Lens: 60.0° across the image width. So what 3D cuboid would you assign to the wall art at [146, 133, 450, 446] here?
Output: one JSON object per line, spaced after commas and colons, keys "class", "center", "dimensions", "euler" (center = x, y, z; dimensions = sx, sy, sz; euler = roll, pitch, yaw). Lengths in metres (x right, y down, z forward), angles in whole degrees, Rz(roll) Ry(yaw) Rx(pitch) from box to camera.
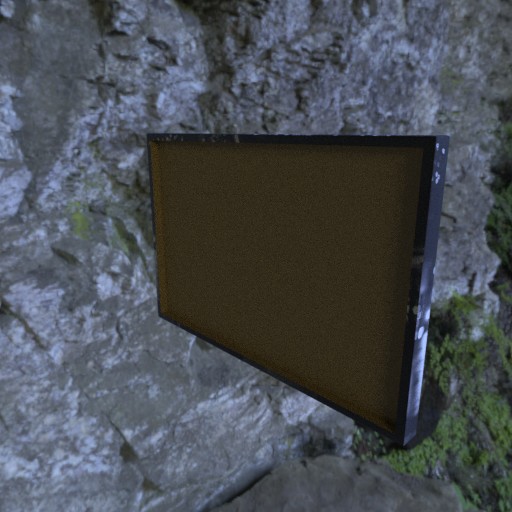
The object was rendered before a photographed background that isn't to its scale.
{"class": "wall art", "center": [0.000, 0.000, 0.766], "dimensions": [0.037, 0.406, 0.609], "euler": [-15, 22, -42]}
